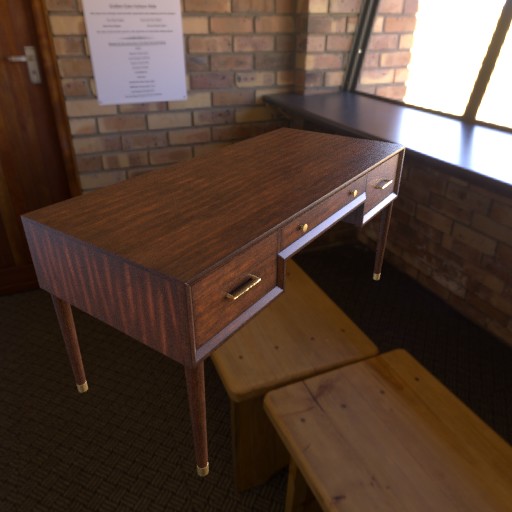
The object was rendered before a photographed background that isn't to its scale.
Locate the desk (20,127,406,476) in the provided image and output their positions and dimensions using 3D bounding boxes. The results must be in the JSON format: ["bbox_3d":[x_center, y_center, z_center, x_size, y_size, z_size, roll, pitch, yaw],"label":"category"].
[{"bbox_3d":[0.000,0.000,1.973,0.724,0.762,1.575,18,33,30],"label":"desk"}]
